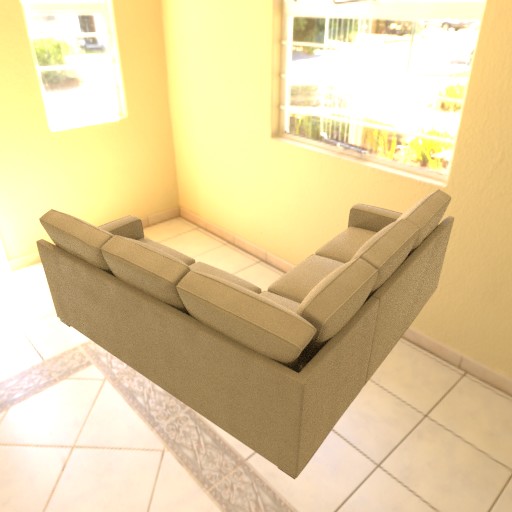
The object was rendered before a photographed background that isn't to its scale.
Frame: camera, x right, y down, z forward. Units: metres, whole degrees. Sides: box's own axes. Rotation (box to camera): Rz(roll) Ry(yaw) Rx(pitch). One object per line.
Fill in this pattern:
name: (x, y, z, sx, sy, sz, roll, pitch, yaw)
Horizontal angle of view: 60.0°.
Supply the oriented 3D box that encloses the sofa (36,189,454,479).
sofa: (0.000, 0.000, 3.343, 2.189, 0.939, 2.182, 21, 36, 32)
